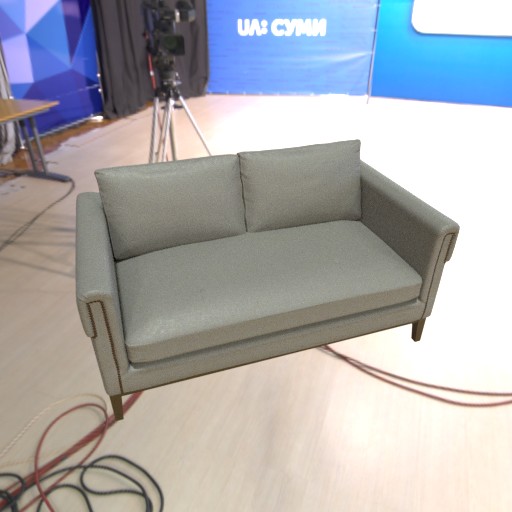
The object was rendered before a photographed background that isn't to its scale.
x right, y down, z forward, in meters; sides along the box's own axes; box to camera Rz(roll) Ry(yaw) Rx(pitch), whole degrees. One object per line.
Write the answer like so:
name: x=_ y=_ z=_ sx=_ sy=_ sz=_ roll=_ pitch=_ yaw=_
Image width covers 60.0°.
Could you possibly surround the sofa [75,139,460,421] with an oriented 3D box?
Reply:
sofa: x=0.000 y=0.000 z=2.174 sx=1.598 sy=0.873 sz=0.899 roll=-10 pitch=34 yaw=-16
